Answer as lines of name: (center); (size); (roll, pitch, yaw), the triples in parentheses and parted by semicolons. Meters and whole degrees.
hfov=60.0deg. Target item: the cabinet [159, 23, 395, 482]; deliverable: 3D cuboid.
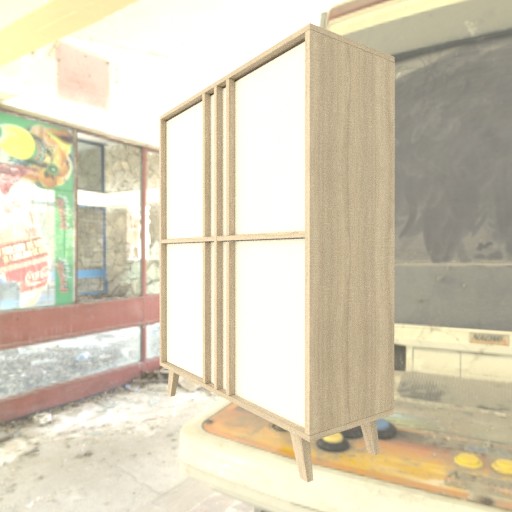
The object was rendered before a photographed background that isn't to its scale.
cabinet: (0.000, 0.000, 1.882); (0.398, 1.388, 1.111); (0, 1, -35)
